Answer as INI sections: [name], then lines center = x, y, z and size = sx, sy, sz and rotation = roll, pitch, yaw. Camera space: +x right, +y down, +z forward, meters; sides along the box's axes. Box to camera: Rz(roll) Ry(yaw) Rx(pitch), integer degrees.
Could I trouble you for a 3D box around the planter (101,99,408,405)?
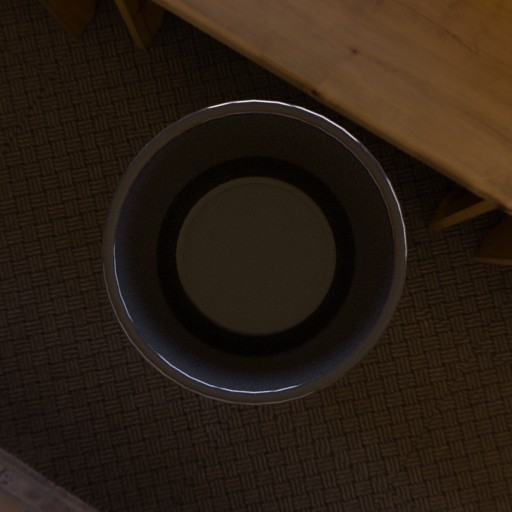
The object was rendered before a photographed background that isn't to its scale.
[planter]
center = 0.000, 0.000, 0.273
size = 0.129, 0.177, 0.129
rotation = 0, 89, 1
